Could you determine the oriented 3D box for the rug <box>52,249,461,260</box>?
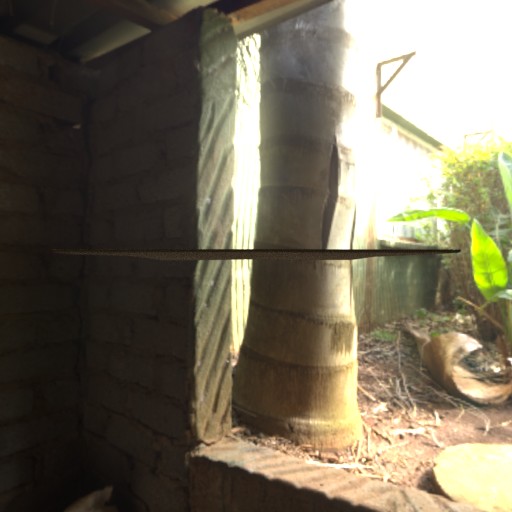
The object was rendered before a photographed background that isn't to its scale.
[{"bbox_3d":[0.000,0.000,4.217,2.434,0.045,3.202,0,-1,0],"label":"rug"}]
